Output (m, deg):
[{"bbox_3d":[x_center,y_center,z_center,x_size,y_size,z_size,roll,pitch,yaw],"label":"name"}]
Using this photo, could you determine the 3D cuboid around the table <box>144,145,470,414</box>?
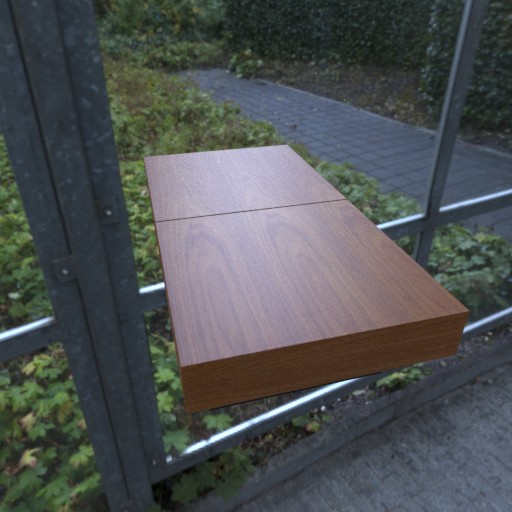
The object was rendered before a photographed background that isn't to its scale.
[{"bbox_3d":[0.000,0.000,1.445,0.610,0.330,1.194,-8,32,-13],"label":"table"}]
